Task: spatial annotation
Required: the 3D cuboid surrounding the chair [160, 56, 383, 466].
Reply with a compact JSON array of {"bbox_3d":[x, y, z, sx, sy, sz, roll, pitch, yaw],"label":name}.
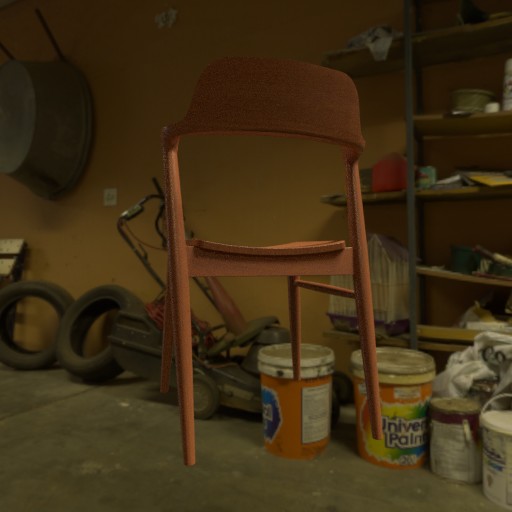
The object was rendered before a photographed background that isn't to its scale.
[{"bbox_3d":[0.000,0.000,1.143,0.496,0.801,0.499,0,0,-17],"label":"chair"}]
